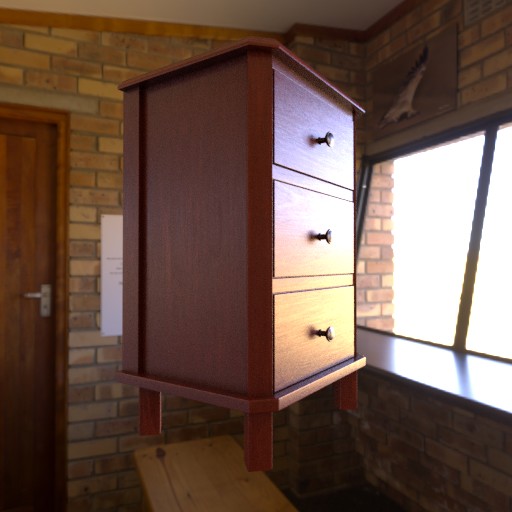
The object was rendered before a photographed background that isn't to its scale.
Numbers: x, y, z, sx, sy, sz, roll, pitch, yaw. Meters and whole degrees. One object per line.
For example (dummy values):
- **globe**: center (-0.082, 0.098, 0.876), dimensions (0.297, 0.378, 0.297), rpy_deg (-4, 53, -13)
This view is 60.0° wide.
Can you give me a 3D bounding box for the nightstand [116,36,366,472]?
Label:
- **nightstand**: center (0.000, 0.000, 0.931), dimensions (0.351, 0.681, 0.435), rpy_deg (-1, -1, 35)
